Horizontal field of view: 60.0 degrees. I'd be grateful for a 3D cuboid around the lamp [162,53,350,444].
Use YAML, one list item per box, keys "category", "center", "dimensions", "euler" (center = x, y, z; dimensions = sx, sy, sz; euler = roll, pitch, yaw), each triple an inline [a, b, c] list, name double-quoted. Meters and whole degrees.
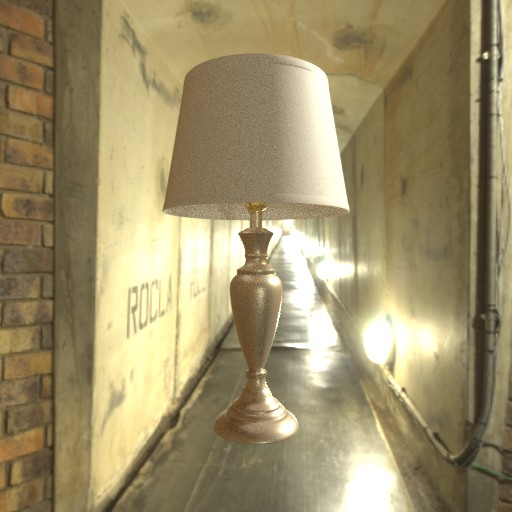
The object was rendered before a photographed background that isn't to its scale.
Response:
- category: "lamp"
  center: [0.000, 0.000, 0.795]
  dimensions: [0.328, 0.612, 0.328]
  euler: [0, 0, 0]
